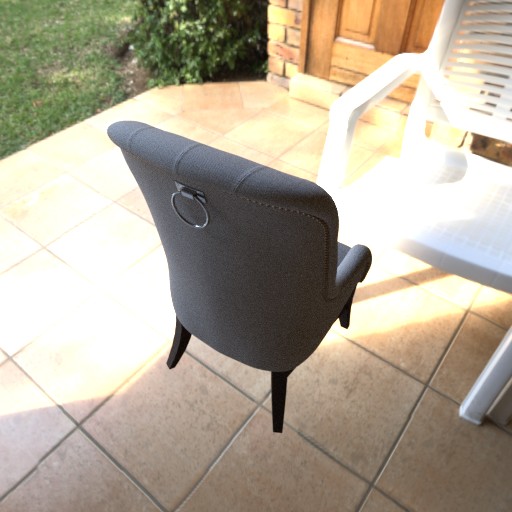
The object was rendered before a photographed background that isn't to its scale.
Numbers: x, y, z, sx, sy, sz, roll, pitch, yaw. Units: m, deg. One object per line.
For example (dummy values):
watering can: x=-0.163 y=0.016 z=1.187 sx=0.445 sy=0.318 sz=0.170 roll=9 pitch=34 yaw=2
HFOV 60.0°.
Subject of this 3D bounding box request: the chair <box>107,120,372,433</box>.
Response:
chair: x=0.000 y=0.000 z=1.465 sx=0.634 sy=1.091 sz=0.629 roll=24 pitch=50 yaw=22
